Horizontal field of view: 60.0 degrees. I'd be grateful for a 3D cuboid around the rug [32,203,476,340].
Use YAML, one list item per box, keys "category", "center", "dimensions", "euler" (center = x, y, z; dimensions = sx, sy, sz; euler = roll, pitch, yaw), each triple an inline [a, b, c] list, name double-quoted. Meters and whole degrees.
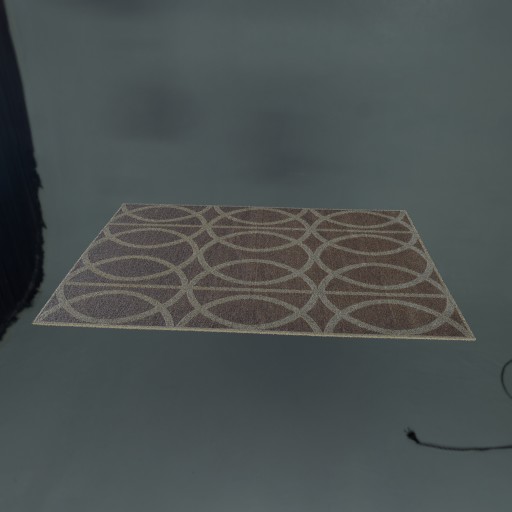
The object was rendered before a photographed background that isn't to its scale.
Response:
- category: "rug"
  center: [0.000, 0.000, 2.919]
  dimensions: [2.290, 0.014, 1.526]
  euler: [2, 31, 3]
